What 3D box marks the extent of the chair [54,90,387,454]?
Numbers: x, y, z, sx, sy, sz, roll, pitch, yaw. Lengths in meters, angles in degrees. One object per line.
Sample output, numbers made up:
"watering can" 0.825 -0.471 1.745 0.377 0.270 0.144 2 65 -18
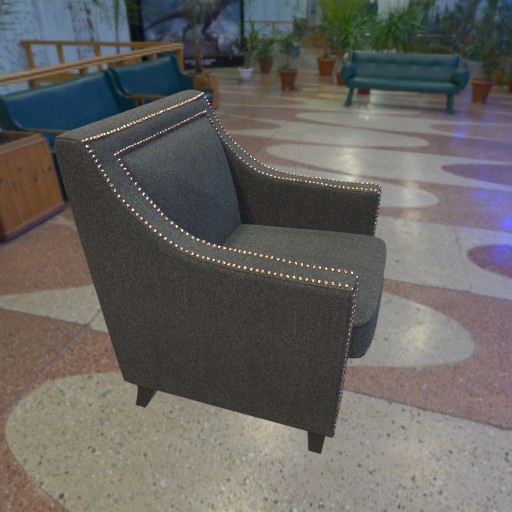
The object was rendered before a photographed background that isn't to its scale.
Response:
"chair" 0.000 0.000 1.566 0.884 0.967 0.776 9 31 16
